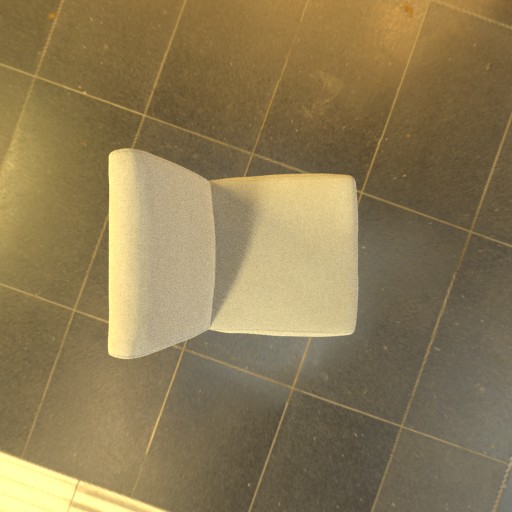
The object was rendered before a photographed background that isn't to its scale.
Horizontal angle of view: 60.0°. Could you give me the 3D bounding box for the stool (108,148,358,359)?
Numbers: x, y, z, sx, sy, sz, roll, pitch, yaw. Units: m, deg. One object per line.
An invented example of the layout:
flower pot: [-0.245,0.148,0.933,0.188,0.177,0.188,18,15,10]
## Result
stool: [0.000,0.000,1.295,0.543,1.015,0.446,0,90,0]
